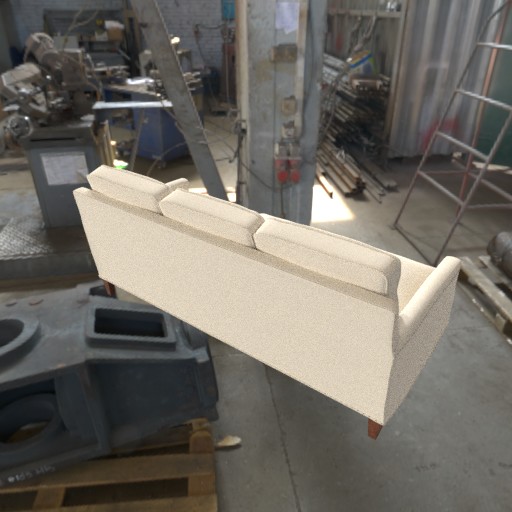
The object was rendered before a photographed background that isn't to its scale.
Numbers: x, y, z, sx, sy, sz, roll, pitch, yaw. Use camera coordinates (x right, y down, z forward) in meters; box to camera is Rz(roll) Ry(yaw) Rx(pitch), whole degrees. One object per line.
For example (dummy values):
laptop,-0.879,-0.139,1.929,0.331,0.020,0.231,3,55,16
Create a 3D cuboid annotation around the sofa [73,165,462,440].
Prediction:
sofa,0.000,0.000,2.824,2.246,1.003,1.084,20,36,31
